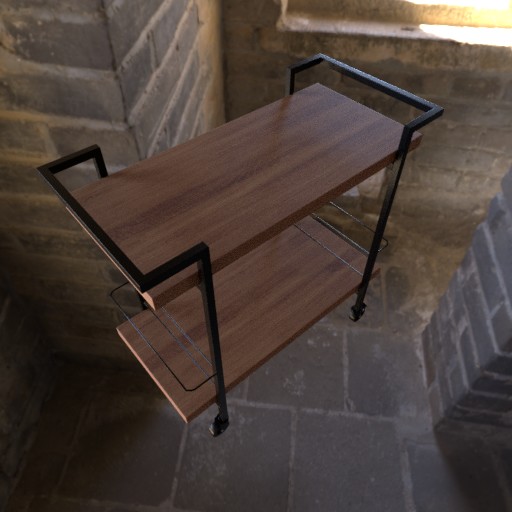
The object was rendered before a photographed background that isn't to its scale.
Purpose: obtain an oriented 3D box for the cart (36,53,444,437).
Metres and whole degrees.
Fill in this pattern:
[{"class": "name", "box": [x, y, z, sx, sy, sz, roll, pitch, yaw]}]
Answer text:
[{"class": "cart", "box": [0.000, 0.000, 1.228, 0.806, 0.762, 0.406, -32, 55, -26]}]
